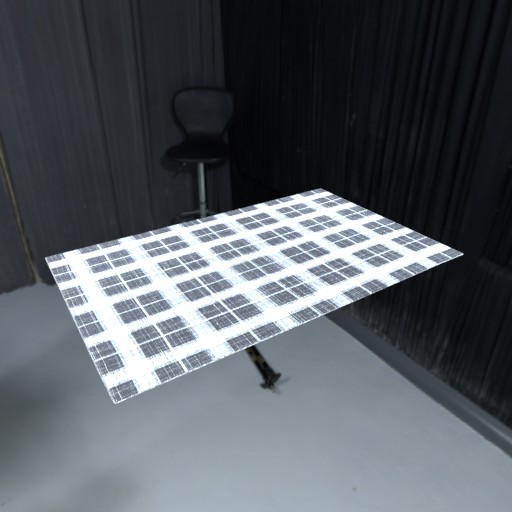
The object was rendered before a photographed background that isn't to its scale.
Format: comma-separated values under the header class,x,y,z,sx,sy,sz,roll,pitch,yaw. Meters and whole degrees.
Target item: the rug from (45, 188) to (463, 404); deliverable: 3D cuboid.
class,x,y,z,sx,sy,sz,roll,pitch,yaw
rug,0.000,0.000,3.023,2.434,0.015,1.520,-18,34,-28
